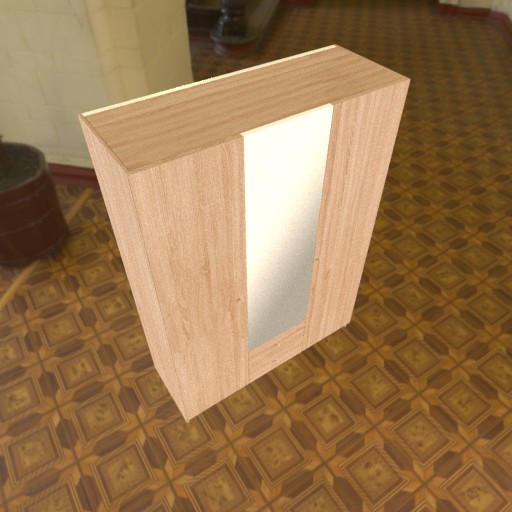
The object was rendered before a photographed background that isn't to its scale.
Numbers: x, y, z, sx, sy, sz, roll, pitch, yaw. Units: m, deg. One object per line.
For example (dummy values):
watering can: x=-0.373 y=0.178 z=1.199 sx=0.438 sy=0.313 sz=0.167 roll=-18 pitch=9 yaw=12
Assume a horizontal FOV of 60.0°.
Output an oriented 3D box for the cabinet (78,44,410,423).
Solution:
cabinet: x=0.000 y=0.000 z=2.831 sx=1.500 sy=2.120 sz=0.590 roll=-25 pitch=50 yaw=-23
